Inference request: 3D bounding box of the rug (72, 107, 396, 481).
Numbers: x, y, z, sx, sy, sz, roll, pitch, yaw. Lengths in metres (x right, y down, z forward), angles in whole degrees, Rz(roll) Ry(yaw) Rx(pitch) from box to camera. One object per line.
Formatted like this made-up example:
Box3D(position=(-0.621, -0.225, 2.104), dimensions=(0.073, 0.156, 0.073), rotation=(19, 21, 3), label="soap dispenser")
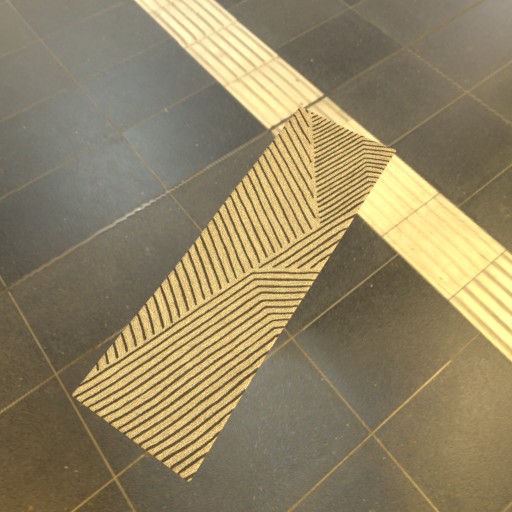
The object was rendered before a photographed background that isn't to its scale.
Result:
Box3D(position=(0.000, 0.000, 2.715), dimensions=(0.773, 0.020, 2.439), rotation=(29, 67, 14), label="rug")
